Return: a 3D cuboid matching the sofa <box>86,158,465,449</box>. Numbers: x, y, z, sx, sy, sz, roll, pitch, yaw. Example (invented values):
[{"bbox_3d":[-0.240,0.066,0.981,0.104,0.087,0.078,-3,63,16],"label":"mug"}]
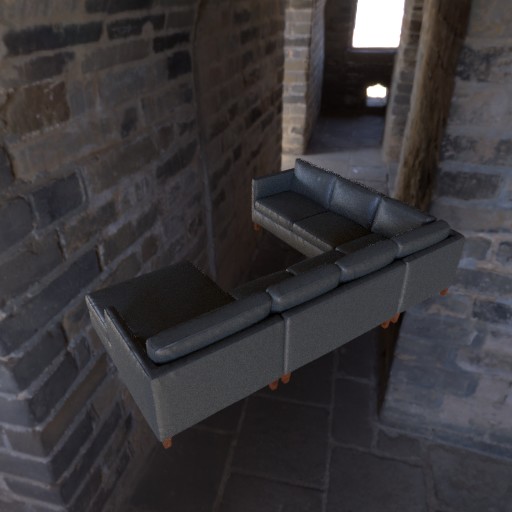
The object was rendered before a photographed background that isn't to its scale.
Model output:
[{"bbox_3d":[0.000,0.000,4.690,3.460,0.923,2.593,-20,36,-29],"label":"sofa"}]
